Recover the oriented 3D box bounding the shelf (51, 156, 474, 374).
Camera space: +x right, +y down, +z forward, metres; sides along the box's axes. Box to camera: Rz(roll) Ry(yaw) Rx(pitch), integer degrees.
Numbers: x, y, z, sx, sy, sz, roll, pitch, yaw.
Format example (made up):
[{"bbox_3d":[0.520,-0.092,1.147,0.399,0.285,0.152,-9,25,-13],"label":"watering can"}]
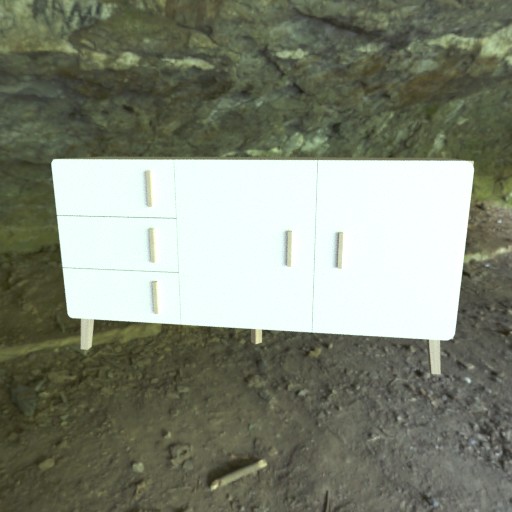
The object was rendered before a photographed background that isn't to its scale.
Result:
[{"bbox_3d":[0.000,0.000,1.814,1.490,0.780,0.400,2,14,8],"label":"shelf"}]
